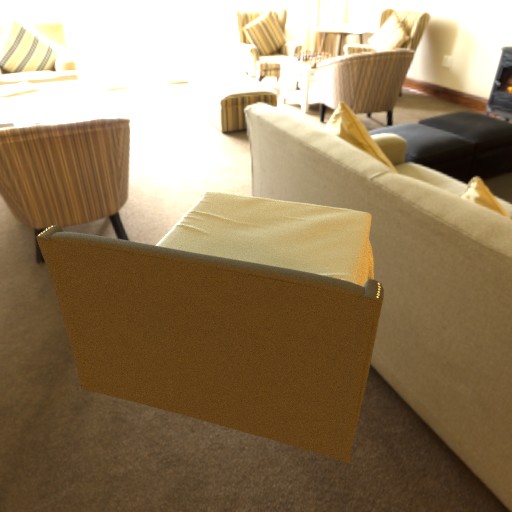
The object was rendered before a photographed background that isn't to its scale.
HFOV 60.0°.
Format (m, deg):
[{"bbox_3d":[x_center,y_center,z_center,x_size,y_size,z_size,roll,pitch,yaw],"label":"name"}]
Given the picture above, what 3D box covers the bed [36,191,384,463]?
[{"bbox_3d":[0.000,0.000,3.497,1.925,1.332,2.276,10,34,15],"label":"bed"}]
